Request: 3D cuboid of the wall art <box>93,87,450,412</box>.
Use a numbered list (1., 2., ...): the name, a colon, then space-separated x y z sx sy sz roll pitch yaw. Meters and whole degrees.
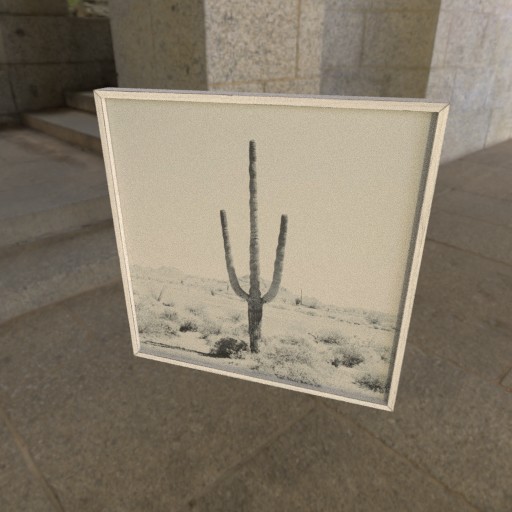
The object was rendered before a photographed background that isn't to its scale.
1. wall art: 0.000 0.000 0.737 0.508 0.508 0.038 8 27 15
